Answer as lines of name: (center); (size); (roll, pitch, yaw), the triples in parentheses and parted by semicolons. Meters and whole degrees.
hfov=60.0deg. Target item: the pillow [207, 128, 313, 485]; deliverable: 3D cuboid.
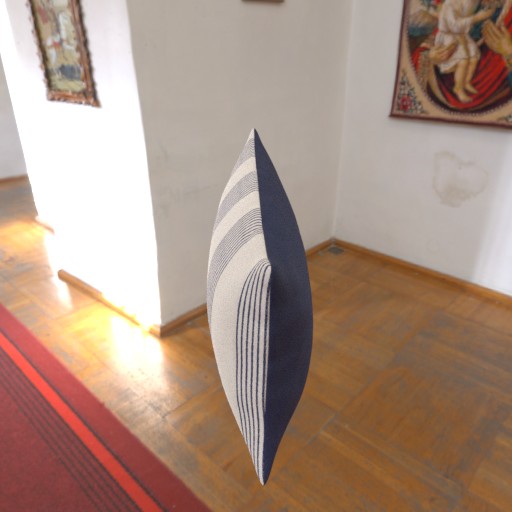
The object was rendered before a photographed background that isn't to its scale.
pillow: (0.000, 0.000, 0.712); (0.151, 0.287, 0.610); (-1, 27, -1)
